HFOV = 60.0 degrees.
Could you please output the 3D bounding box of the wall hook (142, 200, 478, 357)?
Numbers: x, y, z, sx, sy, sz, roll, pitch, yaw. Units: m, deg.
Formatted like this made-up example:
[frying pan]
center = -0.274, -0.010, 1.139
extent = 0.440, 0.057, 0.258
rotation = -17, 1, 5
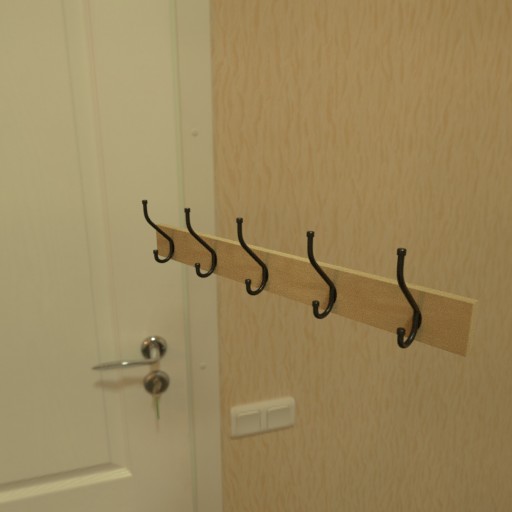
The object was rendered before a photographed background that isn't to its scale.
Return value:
[wall hook]
center = 0.000, 0.000, 0.624
extent = 0.571, 0.117, 0.071
rotation = 15, 21, 43
